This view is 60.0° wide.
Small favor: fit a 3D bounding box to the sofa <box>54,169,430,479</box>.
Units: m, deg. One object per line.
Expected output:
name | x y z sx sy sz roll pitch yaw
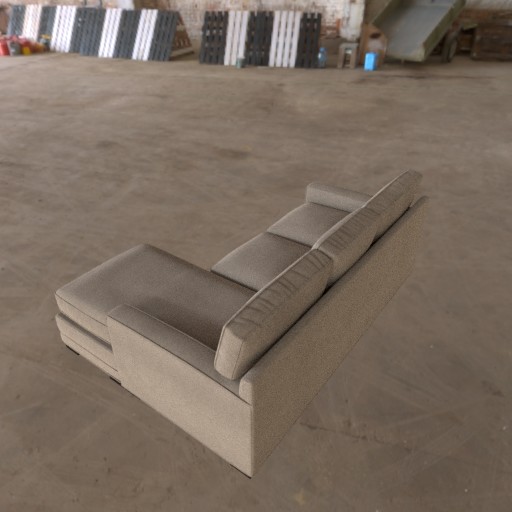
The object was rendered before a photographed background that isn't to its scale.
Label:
sofa | 0.000 0.000 2.892 1.496 0.861 2.087 22 39 30
